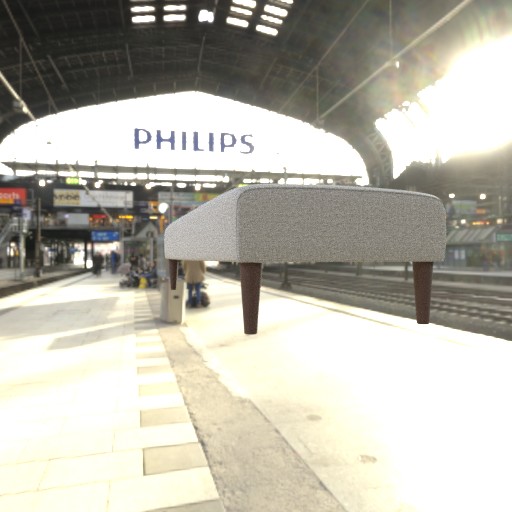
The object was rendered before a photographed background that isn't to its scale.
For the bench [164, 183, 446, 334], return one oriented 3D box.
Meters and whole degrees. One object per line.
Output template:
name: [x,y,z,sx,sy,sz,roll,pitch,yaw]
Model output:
bench: [0.000,0.000,1.883,0.631,0.383,1.598,0,0,-18]
